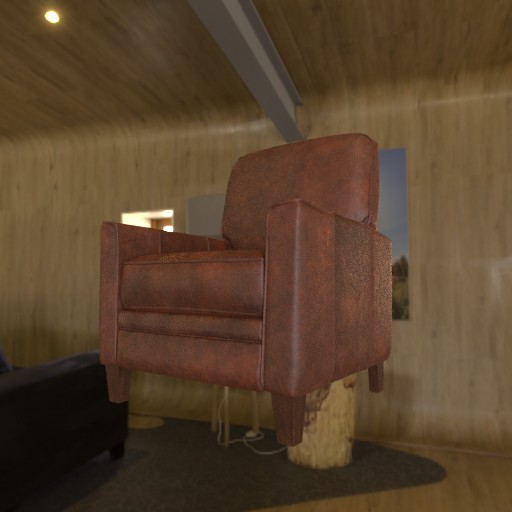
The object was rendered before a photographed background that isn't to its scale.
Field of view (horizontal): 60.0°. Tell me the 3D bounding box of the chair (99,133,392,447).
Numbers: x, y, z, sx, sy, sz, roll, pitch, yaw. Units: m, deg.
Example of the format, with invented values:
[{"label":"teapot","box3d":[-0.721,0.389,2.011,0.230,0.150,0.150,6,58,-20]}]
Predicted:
[{"label":"chair","box3d":[0.000,0.000,1.675,0.843,1.043,0.836,-2,-4,35]}]
